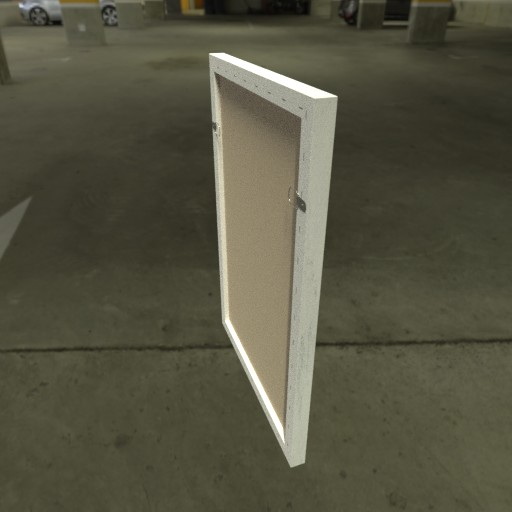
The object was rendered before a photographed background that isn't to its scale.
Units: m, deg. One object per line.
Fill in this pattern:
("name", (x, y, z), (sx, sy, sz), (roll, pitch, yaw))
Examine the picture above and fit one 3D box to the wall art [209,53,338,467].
("wall art", (0.000, 0.000, 1.167), (0.043, 0.914, 0.624), (-11, 32, -17))
